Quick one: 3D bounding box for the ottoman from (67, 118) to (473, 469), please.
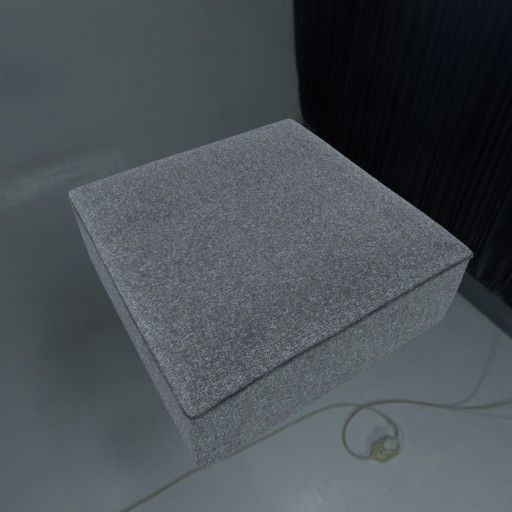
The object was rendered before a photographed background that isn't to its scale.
[{"bbox_3d":[0.000,0.000,1.604,1.017,0.423,1.021,-24,50,-22],"label":"ottoman"}]
